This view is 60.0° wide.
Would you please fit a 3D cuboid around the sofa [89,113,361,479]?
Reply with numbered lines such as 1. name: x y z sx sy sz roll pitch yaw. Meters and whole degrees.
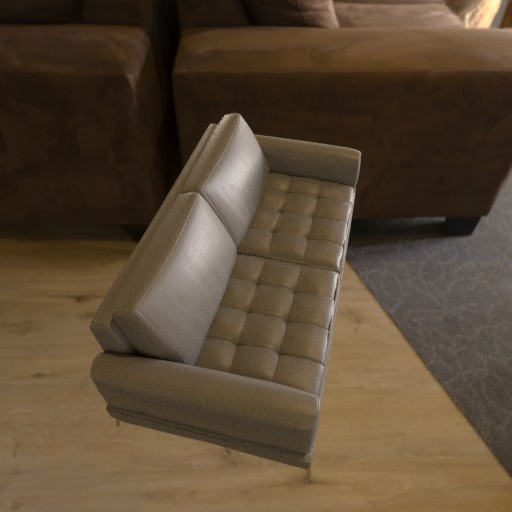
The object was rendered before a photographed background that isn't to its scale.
1. sofa: 0.000 0.000 2.749 1.121 0.930 2.177 11 48 10
